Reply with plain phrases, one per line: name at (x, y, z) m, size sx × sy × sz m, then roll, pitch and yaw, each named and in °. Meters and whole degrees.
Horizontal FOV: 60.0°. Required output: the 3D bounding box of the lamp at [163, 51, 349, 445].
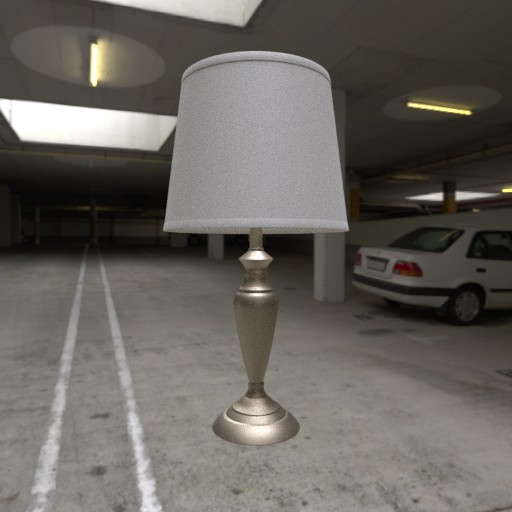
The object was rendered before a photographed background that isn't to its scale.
lamp at (0.000, 0.000, 0.800) m, size 0.328 × 0.619 × 0.328 m, roll 0°, pitch 1°, yaw 0°
